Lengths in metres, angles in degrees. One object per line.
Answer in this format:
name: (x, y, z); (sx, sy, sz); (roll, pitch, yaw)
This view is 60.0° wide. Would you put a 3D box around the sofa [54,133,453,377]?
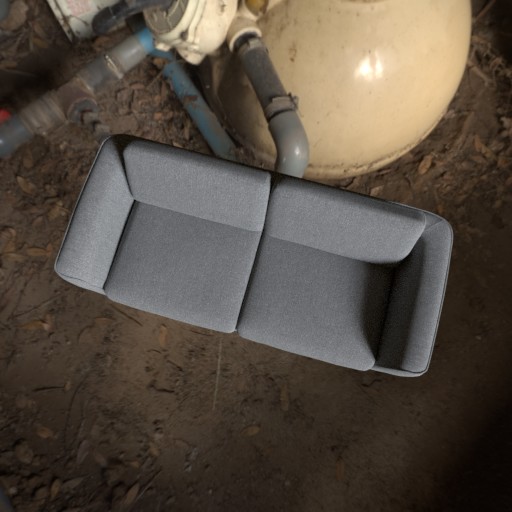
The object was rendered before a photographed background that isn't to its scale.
sofa: (0.000, 0.000, 2.507); (2.000, 0.870, 0.920); (15, 77, 4)
